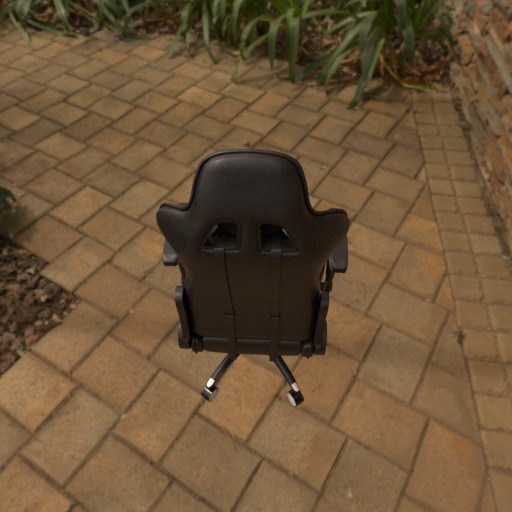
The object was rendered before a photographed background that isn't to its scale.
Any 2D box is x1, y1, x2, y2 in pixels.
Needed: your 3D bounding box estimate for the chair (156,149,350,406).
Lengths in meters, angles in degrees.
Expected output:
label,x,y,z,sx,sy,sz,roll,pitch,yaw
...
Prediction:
label,x,y,z,sx,sy,sz,roll,pitch,yaw
chair,0.000,0.000,1.704,0.730,1.285,0.695,2,46,2
